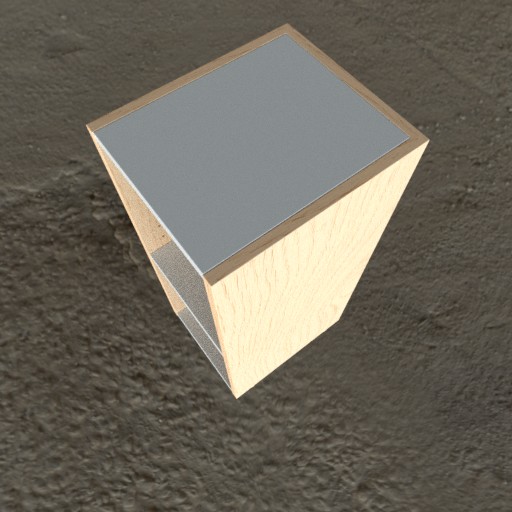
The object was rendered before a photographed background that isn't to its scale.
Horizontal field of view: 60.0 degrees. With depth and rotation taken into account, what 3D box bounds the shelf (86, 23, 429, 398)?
[{"bbox_3d":[0.000,0.000,0.757,0.290,0.600,0.250,-34,68,-16],"label":"shelf"}]
